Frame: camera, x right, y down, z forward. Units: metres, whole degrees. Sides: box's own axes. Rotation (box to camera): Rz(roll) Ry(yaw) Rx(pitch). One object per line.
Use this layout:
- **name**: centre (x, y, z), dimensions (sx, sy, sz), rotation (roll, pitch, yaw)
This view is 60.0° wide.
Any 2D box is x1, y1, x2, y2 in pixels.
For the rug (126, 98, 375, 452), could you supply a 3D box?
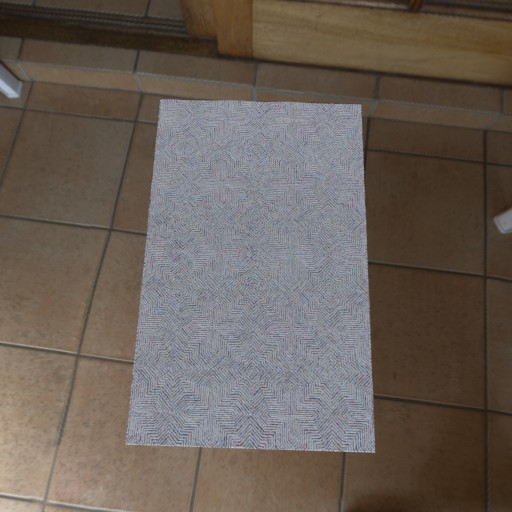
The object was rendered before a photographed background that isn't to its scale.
- **rug**: centre (0.000, 0.000, 3.018), dimensions (1.519, 0.007, 2.428), rotation (2, 74, 0)
